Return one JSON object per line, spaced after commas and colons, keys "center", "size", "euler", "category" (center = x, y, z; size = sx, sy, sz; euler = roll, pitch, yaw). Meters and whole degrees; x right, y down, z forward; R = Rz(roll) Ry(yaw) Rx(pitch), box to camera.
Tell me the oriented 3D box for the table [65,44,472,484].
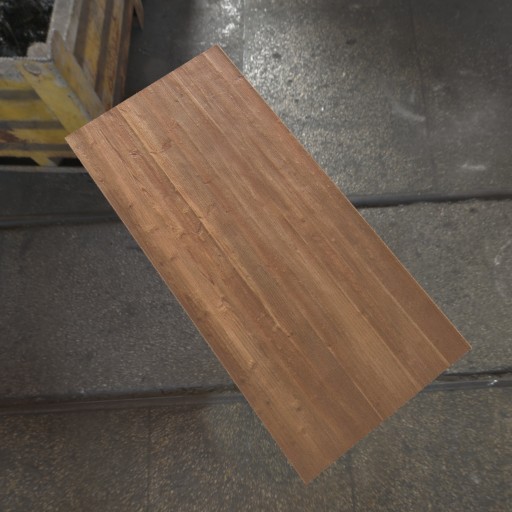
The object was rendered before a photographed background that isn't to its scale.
{"center": [0.000, 0.000, 2.497], "size": [0.952, 0.760, 2.003], "euler": [-35, 78, -8], "category": "table"}
